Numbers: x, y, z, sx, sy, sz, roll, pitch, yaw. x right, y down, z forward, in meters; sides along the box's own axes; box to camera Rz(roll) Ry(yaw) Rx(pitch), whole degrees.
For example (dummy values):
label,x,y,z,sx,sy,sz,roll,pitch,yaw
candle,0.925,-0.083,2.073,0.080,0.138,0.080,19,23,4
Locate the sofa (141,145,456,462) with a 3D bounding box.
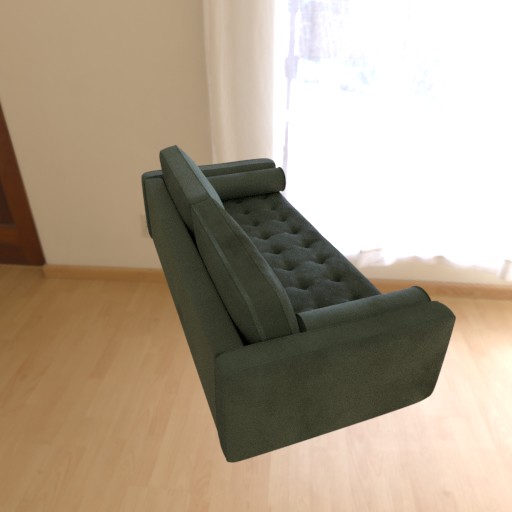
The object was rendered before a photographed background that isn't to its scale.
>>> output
label,x,y,z,sx,sy,sz,roll,pitch,yaw
sofa,0.000,0.000,2.319,0.916,0.772,1.880,-11,33,-17
